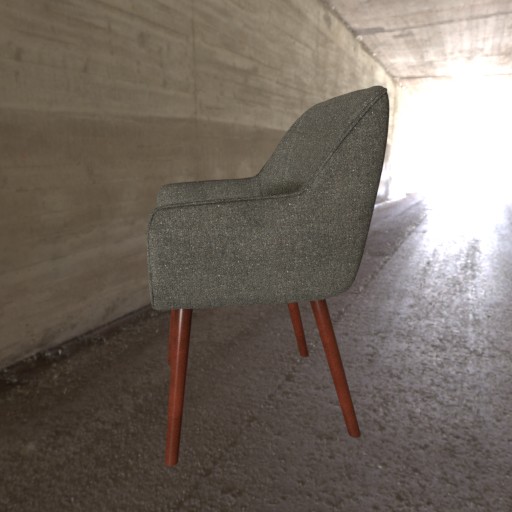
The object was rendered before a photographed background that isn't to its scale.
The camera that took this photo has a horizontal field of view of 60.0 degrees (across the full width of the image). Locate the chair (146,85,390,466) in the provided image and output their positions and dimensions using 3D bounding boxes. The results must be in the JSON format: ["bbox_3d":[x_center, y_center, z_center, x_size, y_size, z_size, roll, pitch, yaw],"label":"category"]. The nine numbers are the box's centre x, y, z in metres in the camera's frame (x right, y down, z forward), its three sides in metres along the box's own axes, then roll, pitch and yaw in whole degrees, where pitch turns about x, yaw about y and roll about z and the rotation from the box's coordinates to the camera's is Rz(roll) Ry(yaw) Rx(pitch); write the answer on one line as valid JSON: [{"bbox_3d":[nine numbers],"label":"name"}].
[{"bbox_3d":[0.000,0.000,1.149,0.519,0.803,0.543,-2,14,-10],"label":"chair"}]
